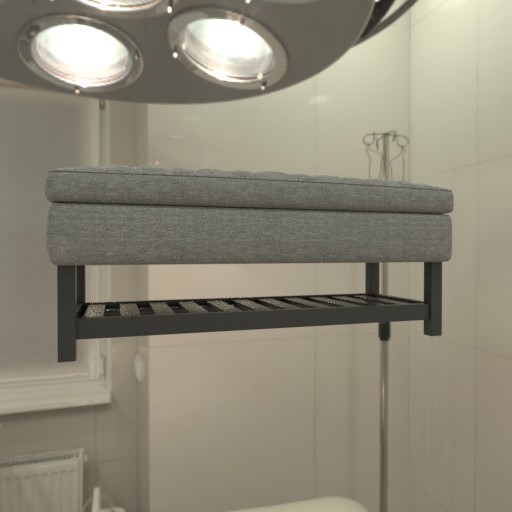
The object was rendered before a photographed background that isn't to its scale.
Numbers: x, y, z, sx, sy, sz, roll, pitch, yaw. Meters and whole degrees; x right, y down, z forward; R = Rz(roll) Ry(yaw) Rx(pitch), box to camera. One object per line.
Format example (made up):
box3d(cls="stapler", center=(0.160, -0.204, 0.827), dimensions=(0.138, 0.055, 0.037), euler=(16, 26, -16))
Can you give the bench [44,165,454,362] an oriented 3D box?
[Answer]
box3d(cls="bench", center=(0.000, 0.000, 1.315), dimensions=(1.100, 0.470, 0.429), euler=(0, 1, -18))
